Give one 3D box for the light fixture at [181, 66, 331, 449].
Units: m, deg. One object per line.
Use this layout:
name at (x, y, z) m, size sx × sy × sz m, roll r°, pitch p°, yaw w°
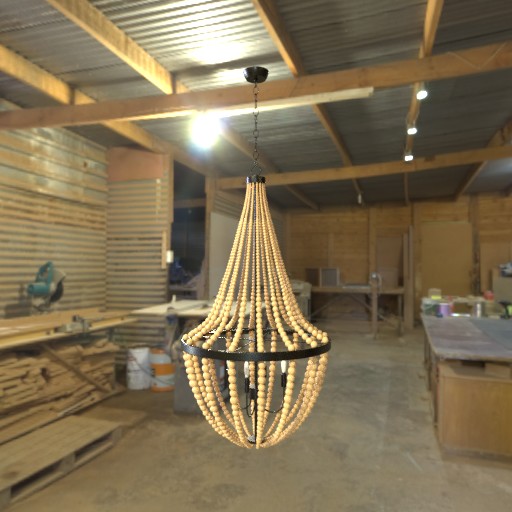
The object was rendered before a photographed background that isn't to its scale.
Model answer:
light fixture at (0.000, 0.000, 1.353) m, size 0.450 × 1.133 × 0.450 m, roll 0°, pitch -1°, yaw 0°
